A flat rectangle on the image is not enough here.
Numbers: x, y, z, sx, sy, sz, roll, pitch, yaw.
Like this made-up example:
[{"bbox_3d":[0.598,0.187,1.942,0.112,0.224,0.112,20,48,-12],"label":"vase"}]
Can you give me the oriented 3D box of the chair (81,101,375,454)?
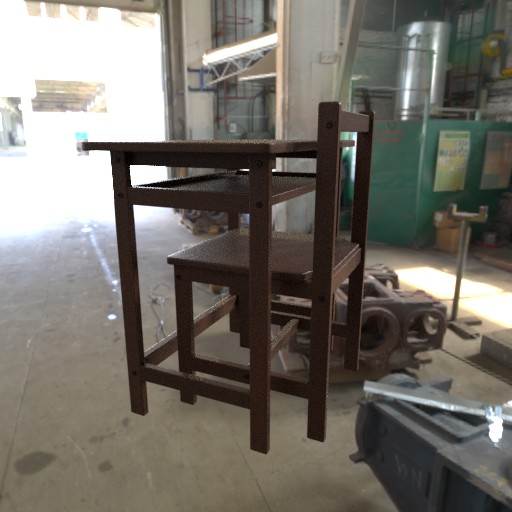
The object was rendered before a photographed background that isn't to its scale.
[{"bbox_3d":[0.000,0.000,1.073,0.463,0.673,0.599,7,16,24],"label":"chair"}]
